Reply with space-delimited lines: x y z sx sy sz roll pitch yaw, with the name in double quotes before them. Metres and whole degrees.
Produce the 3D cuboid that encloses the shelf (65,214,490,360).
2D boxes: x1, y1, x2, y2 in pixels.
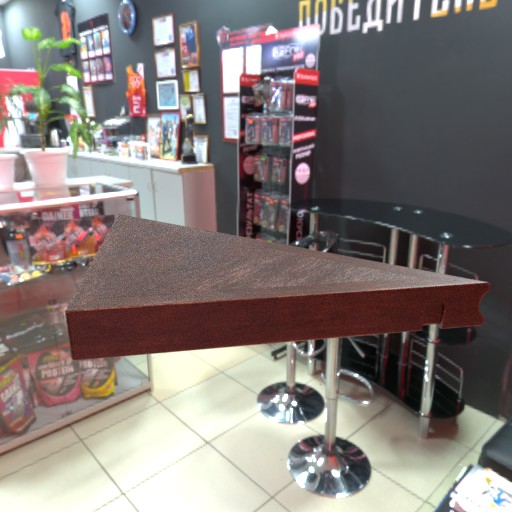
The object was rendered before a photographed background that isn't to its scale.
"shelf" 0.000 0.000 0.444 0.296 0.035 0.296 -3 18 -10
